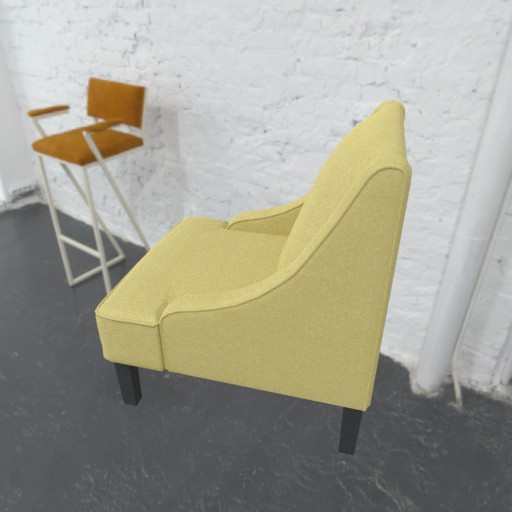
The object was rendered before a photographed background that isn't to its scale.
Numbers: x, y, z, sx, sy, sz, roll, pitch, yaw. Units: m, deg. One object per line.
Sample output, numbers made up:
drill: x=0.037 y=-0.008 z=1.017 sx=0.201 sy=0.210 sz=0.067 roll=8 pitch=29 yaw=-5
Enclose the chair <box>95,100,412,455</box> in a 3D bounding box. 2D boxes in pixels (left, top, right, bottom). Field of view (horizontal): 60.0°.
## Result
chair: x=0.000 y=0.000 z=1.446 sx=0.814 sy=0.896 sz=0.696 roll=8 pitch=31 yaw=13
